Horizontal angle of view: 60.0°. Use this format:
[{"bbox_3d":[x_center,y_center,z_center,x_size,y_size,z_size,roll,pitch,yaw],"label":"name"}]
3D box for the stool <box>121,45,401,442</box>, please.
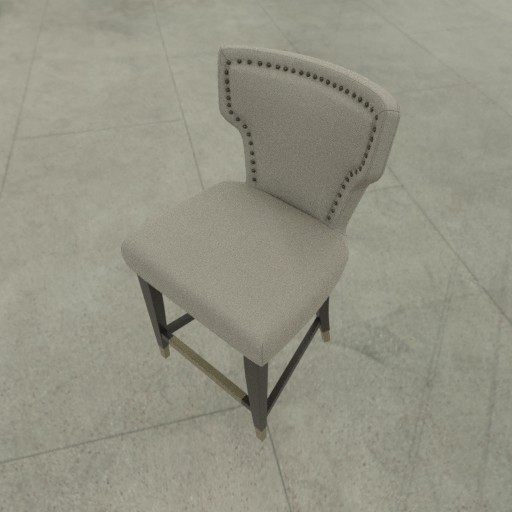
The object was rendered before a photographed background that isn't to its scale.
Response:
[{"bbox_3d":[0.000,0.000,1.300,0.527,0.982,0.563,32,54,27],"label":"stool"}]
